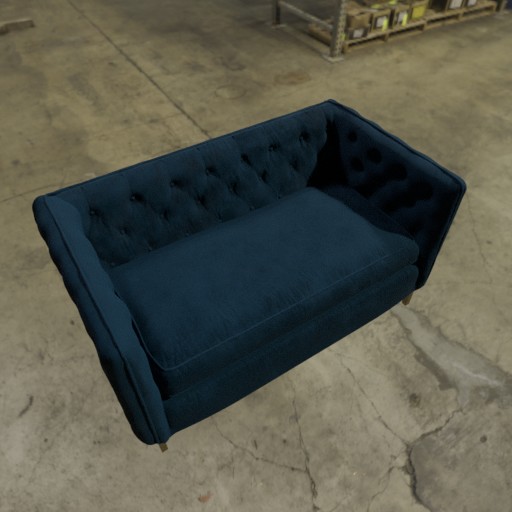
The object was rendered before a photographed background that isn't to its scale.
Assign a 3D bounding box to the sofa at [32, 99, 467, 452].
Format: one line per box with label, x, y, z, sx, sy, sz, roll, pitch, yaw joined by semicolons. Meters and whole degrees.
sofa;0.000;0.000;2.043;1.583;0.810;0.909;-25;51;-22
